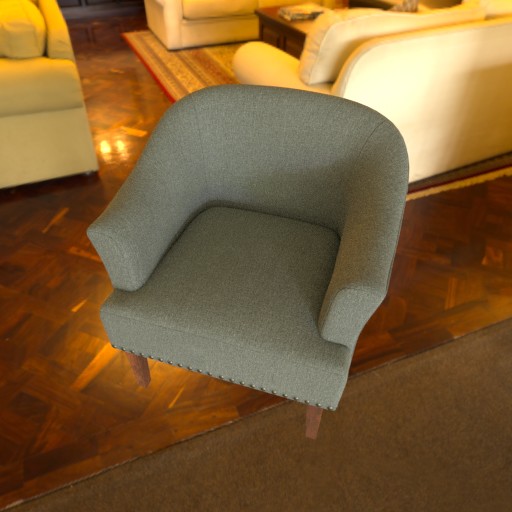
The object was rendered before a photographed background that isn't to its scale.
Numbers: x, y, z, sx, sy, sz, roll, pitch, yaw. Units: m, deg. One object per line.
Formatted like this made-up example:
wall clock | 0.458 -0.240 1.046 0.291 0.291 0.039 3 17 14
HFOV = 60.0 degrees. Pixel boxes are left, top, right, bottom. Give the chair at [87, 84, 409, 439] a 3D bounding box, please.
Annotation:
chair | 0.000 0.000 1.391 0.798 0.815 0.704 12 42 14
